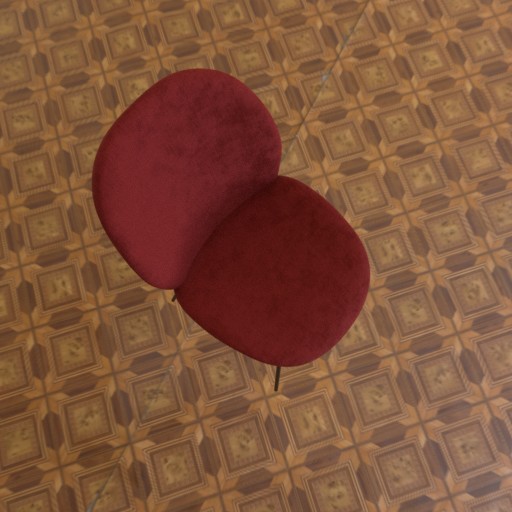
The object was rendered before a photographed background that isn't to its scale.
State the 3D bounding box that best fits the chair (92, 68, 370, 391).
[{"bbox_3d":[0.000,0.000,1.131,0.587,0.791,0.458,39,79,9],"label":"chair"}]
